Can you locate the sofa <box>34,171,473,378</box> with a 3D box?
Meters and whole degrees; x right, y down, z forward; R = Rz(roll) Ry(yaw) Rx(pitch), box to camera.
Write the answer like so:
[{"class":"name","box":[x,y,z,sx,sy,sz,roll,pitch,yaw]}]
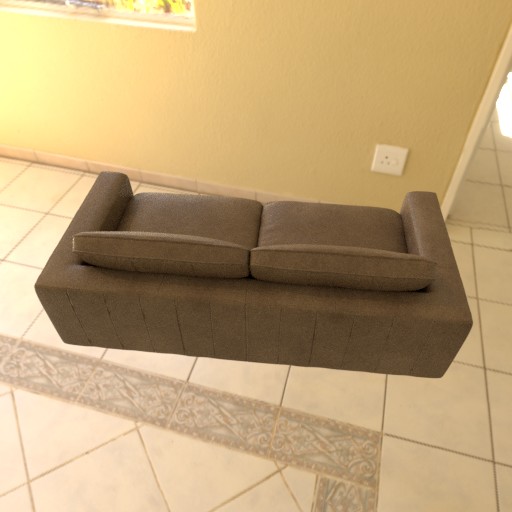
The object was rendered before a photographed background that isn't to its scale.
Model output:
[{"class":"sofa","box":[0.000,0.000,2.712,2.262,0.801,1.070,4,46,4]}]
